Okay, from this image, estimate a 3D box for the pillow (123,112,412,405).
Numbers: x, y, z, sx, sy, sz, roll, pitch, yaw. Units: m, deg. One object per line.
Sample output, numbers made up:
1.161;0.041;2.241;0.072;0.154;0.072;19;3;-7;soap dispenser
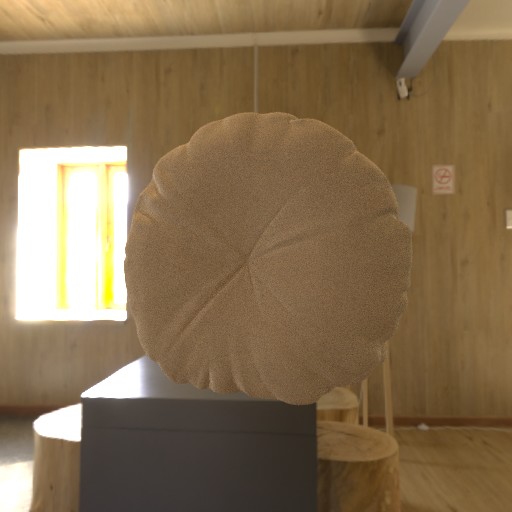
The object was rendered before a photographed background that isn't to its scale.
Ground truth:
0.000;0.000;0.644;0.428;0.407;0.148;0;-1;19;pillow
